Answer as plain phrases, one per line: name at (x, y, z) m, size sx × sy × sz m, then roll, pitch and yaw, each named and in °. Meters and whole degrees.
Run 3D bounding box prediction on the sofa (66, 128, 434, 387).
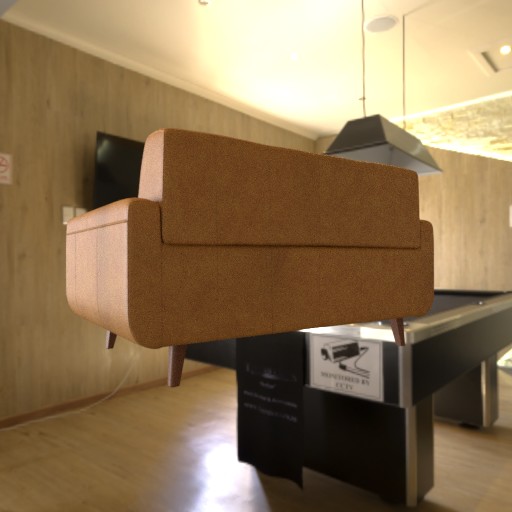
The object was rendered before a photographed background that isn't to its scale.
sofa at (0.000, 0.000, 2.269) m, size 1.651 × 0.925 × 0.952 m, roll 0°, pitch 0°, yaw -34°
